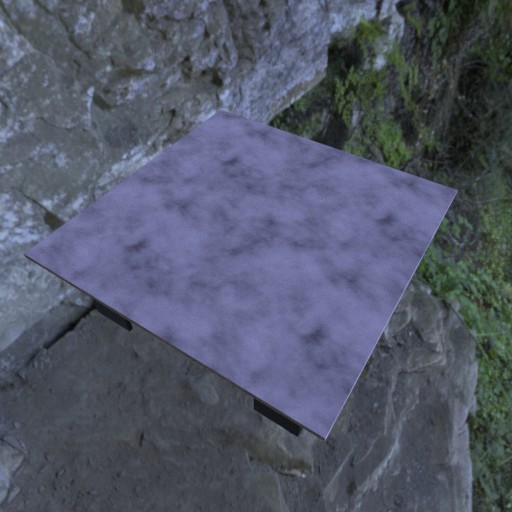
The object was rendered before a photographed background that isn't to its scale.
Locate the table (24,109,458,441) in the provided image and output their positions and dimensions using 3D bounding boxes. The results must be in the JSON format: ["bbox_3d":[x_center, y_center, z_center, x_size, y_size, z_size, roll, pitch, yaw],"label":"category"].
[{"bbox_3d":[0.000,0.000,1.374,0.890,0.305,0.890,25,52,22],"label":"table"}]
